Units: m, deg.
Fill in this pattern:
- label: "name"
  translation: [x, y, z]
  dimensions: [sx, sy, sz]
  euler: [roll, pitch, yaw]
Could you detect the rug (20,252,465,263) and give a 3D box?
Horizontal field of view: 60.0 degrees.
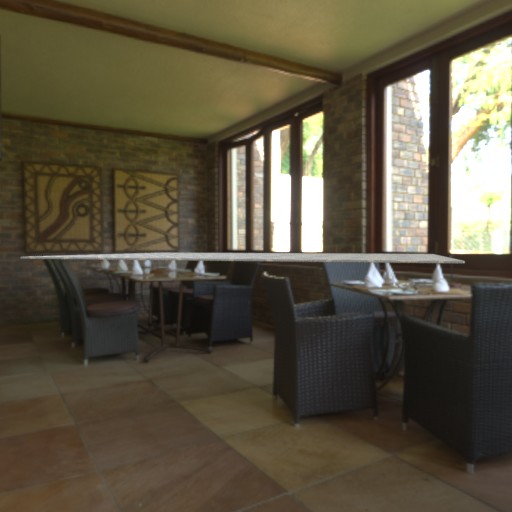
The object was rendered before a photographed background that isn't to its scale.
- label: "rug"
  translation: [0.000, 0.000, 2.645]
  dimensions: [2.080, 0.010, 1.451]
  euler: [0, 1, 17]
